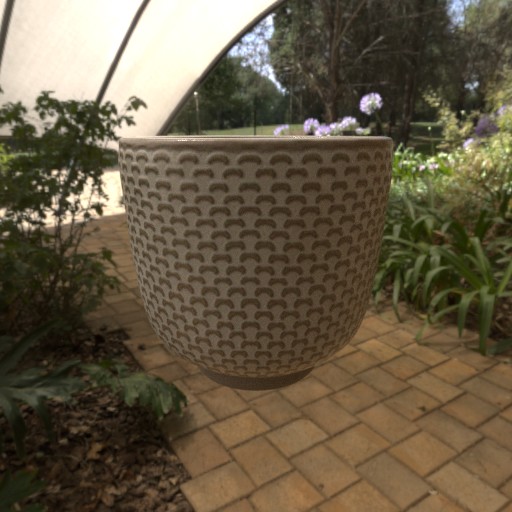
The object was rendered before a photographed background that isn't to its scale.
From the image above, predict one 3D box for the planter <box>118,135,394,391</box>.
[{"bbox_3d":[0.000,0.000,0.308,0.173,0.160,0.173,0,16,0],"label":"planter"}]
